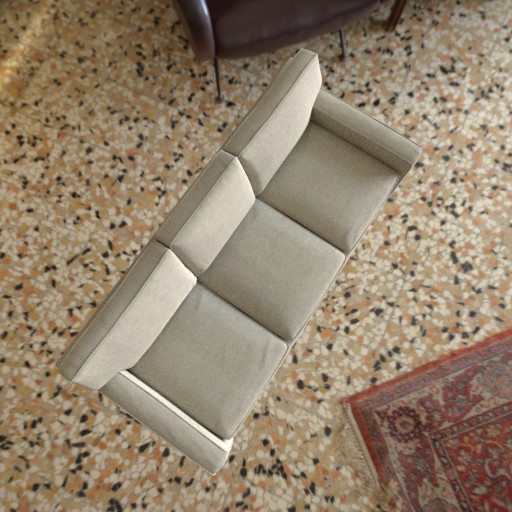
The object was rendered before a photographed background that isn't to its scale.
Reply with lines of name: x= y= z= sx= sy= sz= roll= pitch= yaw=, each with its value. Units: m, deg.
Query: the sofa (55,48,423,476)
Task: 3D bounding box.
sofa: x=0.000 y=0.000 z=2.498 sx=0.936 sy=0.862 sz=2.093 roll=33 pitch=78 yaw=8
